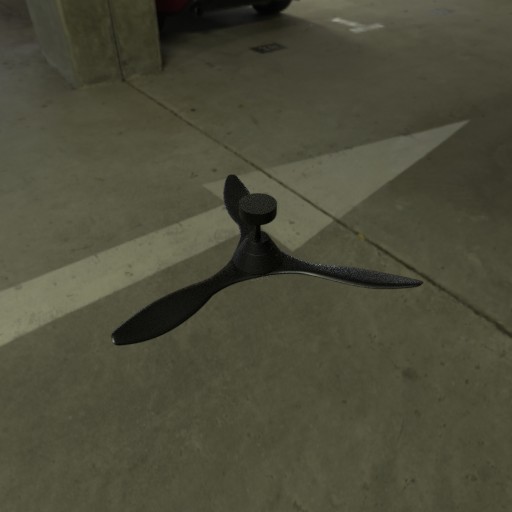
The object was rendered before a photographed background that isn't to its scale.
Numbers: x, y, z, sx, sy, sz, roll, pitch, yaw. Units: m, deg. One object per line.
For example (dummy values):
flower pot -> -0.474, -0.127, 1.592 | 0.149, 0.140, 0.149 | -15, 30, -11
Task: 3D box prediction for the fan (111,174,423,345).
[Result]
fan -> 0.000, 0.000, 1.608 | 1.067, 0.305, 1.067 | 24, 45, 26
